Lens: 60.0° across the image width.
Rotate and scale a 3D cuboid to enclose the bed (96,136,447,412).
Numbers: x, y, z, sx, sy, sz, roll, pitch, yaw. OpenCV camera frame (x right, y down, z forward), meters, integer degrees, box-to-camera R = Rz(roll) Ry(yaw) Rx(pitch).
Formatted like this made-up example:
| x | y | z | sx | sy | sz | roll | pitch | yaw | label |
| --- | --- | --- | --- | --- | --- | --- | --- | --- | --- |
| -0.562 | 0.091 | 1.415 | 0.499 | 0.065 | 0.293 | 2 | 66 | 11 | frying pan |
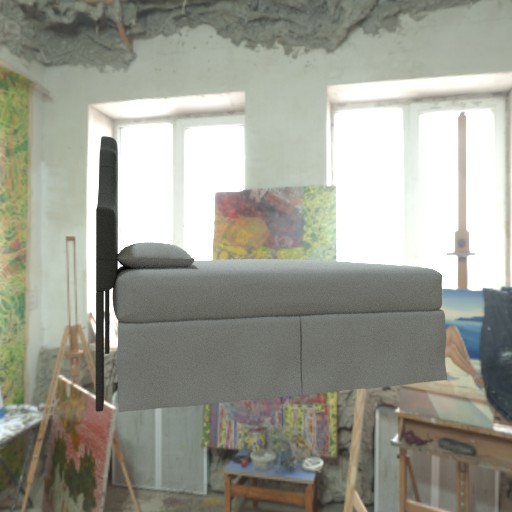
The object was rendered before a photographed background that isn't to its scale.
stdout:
| x | y | z | sx | sy | sz | roll | pitch | yaw | label |
| --- | --- | --- | --- | --- | --- | --- | --- | --- | --- |
| 0.000 | 0.000 | 3.274 | 2.155 | 1.575 | 1.636 | 0 | 0 | -17 | bed |
